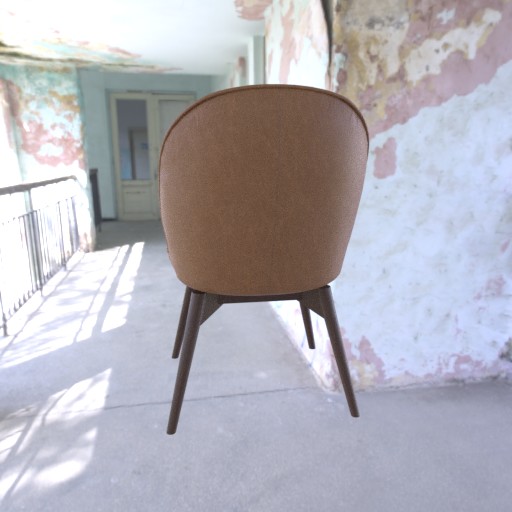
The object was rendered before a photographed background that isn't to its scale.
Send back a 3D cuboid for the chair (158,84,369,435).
[{"bbox_3d":[0.000,0.000,1.252,0.521,0.831,0.631,-2,13,-9],"label":"chair"}]
